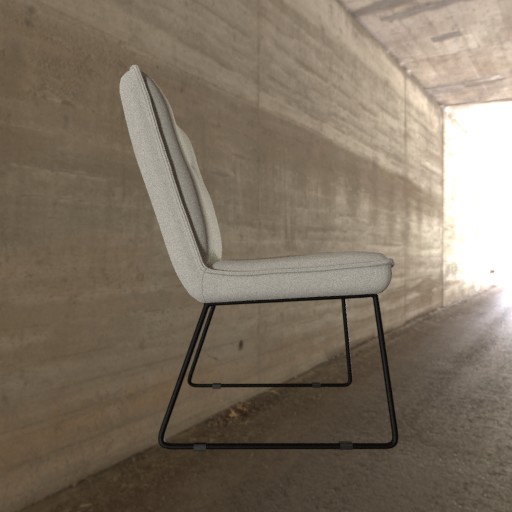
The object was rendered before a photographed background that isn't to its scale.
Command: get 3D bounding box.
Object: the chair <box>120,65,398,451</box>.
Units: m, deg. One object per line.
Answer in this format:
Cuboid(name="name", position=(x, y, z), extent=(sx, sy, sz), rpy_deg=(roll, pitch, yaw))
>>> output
Cuboid(name="chair", position=(0.000, 0.000, 1.311), extent=(0.688, 0.930, 0.515), rpy_deg=(0, 0, 0))
